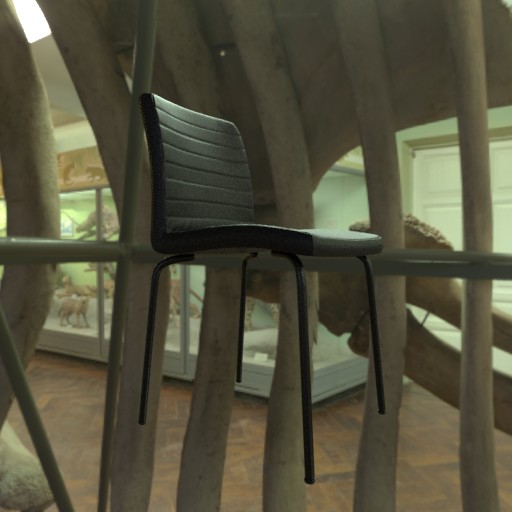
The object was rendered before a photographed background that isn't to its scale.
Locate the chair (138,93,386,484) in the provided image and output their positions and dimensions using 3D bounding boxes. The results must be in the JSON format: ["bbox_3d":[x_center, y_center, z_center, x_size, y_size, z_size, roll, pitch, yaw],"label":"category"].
[{"bbox_3d":[0.000,0.000,1.190,0.572,0.872,0.450,1,2,34],"label":"chair"}]
